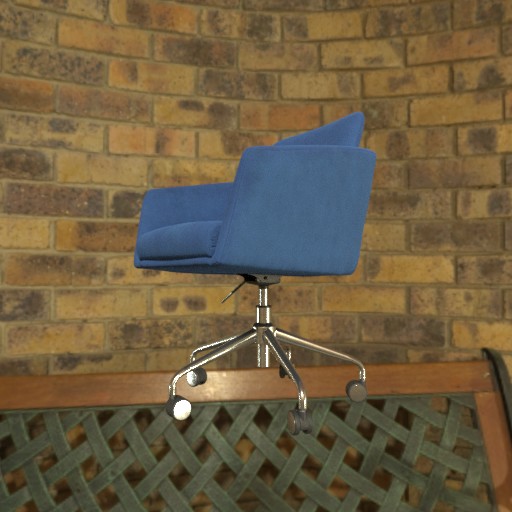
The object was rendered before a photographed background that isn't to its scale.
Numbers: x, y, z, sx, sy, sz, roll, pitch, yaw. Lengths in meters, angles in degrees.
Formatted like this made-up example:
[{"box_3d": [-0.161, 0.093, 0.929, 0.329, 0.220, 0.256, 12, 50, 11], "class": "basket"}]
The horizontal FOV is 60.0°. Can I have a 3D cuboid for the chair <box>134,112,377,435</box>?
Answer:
[{"box_3d": [0.000, 0.000, 1.388, 0.635, 0.908, 0.641, 1, -2, -35], "class": "chair"}]
